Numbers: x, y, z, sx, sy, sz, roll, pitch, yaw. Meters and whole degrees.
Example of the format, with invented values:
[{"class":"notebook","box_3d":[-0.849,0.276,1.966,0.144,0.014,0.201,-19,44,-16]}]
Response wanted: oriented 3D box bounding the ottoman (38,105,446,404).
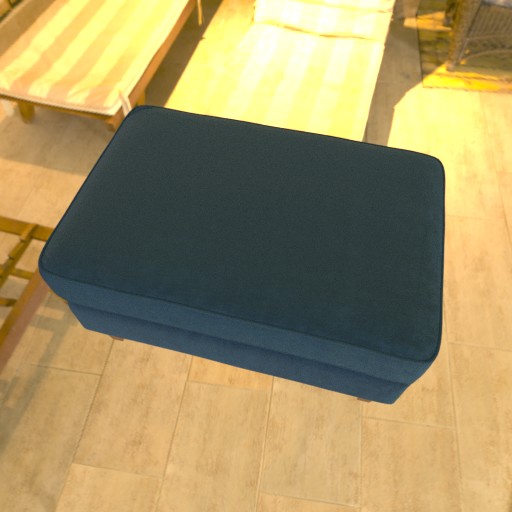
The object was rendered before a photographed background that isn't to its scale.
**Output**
[{"class":"ottoman","box_3d":[0.000,0.000,1.199,0.862,0.484,0.583,12,58,8]}]
